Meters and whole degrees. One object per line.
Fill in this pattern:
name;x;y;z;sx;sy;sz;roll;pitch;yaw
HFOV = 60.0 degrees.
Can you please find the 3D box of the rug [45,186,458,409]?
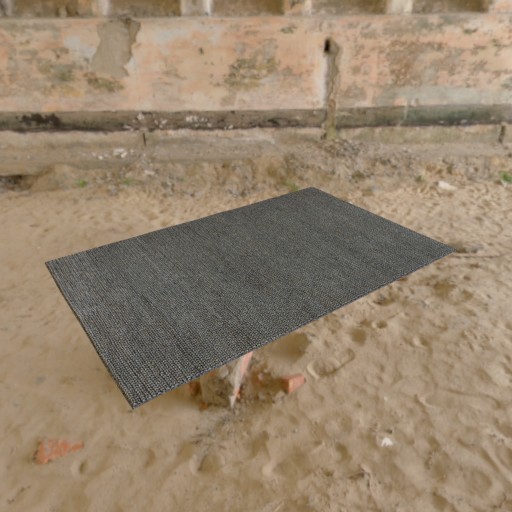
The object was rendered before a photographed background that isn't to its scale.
rug;0.000;0.000;3.078;2.443;0.021;1.538;-20;35;-31
